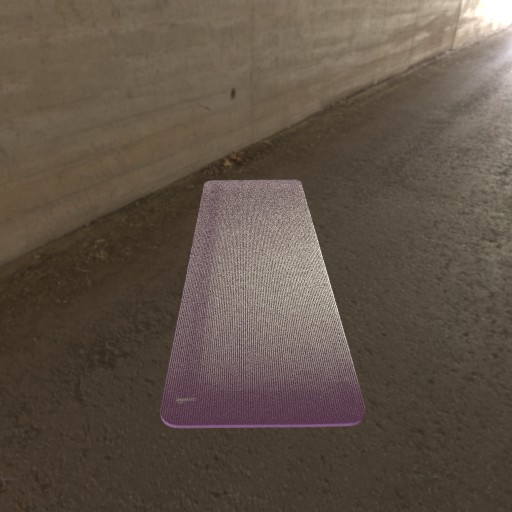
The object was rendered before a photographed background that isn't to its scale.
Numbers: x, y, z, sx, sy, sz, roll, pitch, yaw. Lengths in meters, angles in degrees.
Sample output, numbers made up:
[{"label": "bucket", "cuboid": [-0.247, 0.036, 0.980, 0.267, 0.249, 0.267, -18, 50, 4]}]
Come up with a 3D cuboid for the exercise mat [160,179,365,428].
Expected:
[{"label": "exercise mat", "cuboid": [0.000, 0.000, 2.074, 0.616, 0.021, 1.869, -1, 32, -1]}]
